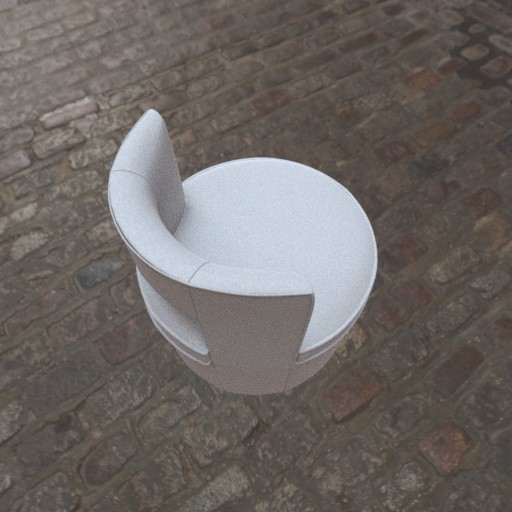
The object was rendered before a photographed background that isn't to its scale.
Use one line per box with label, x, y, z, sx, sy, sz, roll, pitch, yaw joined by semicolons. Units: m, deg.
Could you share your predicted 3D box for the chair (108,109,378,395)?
chair;0.000;0.000;1.252;0.665;0.723;0.650;-31;63;-18
